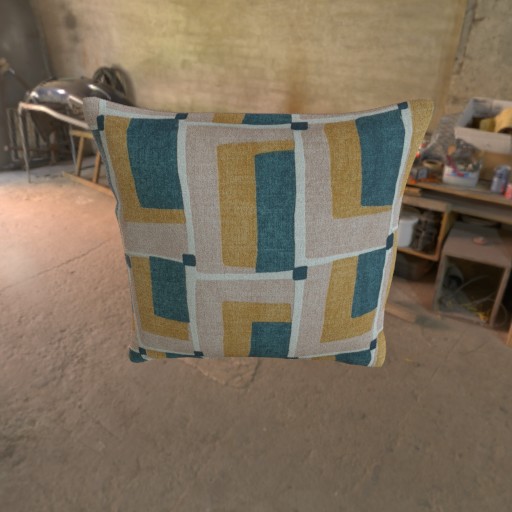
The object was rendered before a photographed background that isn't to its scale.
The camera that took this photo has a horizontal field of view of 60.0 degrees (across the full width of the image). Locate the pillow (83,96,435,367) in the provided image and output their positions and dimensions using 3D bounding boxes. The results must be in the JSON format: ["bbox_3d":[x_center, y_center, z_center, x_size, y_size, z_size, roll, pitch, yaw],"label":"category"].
[{"bbox_3d":[0.000,0.000,0.706,0.478,0.479,0.158,1,30,2],"label":"pillow"}]
